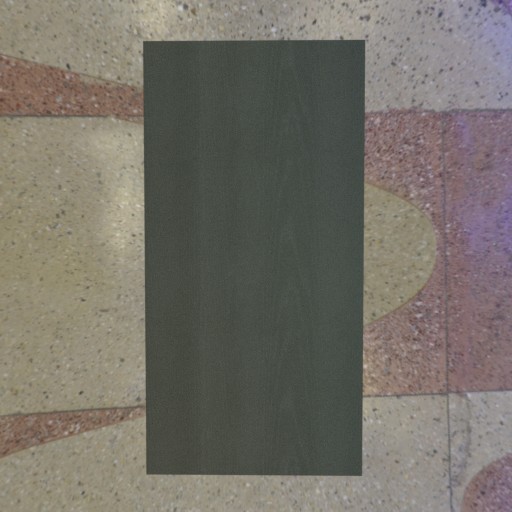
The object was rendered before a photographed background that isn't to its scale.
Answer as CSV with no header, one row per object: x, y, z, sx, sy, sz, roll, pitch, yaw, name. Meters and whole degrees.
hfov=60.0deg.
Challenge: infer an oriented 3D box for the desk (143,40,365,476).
0.000,0.000,1.390,0.499,0.762,0.991,0,92,1,desk
